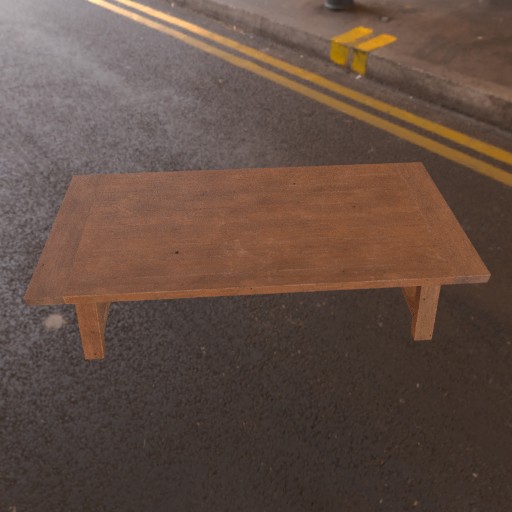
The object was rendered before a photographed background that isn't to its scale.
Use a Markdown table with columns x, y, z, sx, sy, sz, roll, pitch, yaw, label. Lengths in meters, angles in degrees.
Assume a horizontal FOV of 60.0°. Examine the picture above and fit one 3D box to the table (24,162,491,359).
| x | y | z | sx | sy | sz | roll | pitch | yaw | label |
| --- | --- | --- | --- | --- | --- | --- | --- | --- | --- |
| 0.000 | 0.000 | 2.157 | 1.800 | 0.465 | 0.820 | -3 | 44 | -3 | table |
